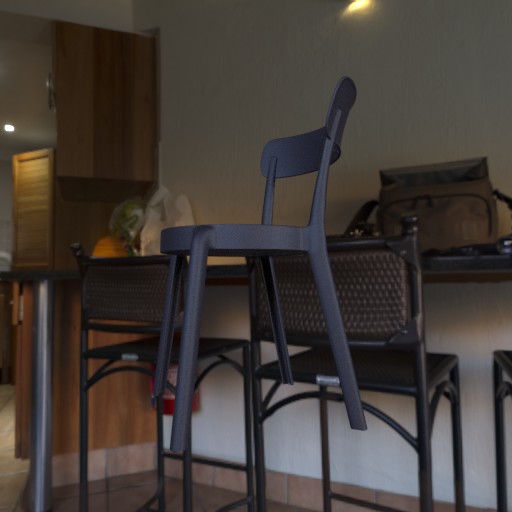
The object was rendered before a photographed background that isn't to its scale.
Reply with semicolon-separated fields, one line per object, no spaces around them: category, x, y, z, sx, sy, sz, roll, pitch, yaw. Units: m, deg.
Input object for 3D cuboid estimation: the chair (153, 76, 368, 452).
chair;0.000;0.000;1.161;0.491;0.790;0.506;1;-3;-18
